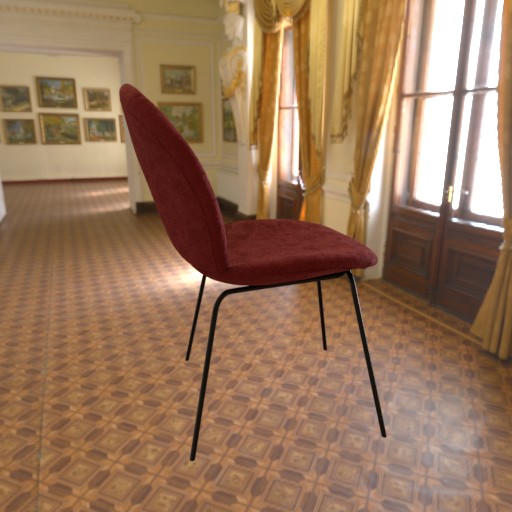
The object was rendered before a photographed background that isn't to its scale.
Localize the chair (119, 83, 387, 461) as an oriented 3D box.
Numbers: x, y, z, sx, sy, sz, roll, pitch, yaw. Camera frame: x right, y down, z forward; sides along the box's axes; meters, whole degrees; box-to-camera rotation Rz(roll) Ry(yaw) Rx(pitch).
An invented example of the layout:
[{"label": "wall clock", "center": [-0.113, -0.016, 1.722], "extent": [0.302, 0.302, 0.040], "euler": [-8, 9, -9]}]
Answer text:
[{"label": "chair", "center": [0.000, 0.000, 1.106], "extent": [0.587, 0.791, 0.458], "euler": [-3, 16, -10]}]
